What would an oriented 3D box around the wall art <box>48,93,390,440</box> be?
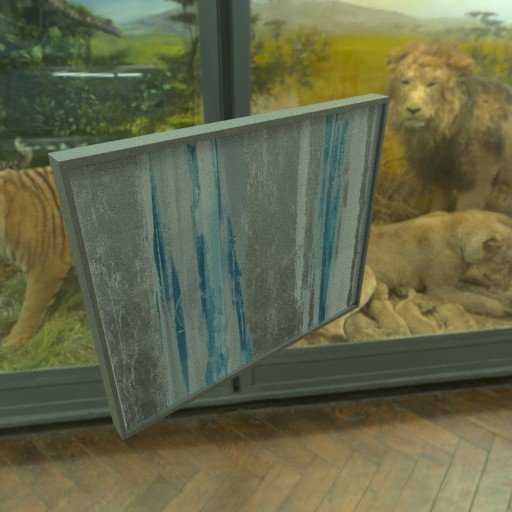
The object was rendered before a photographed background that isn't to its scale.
[{"bbox_3d":[0.000,0.000,0.740,0.557,0.450,0.037,-22,37,-32],"label":"wall art"}]
